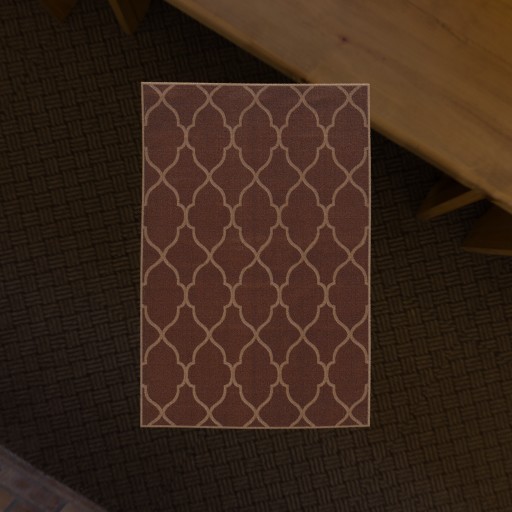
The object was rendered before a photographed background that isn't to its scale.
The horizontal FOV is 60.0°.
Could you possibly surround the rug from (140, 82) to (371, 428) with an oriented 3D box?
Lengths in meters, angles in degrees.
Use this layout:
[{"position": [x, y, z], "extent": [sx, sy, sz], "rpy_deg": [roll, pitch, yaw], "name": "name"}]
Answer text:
[{"position": [0.000, 0.000, 2.938], "extent": [1.526, 0.014, 2.290], "rpy_deg": [0, 90, -1], "name": "rug"}]
